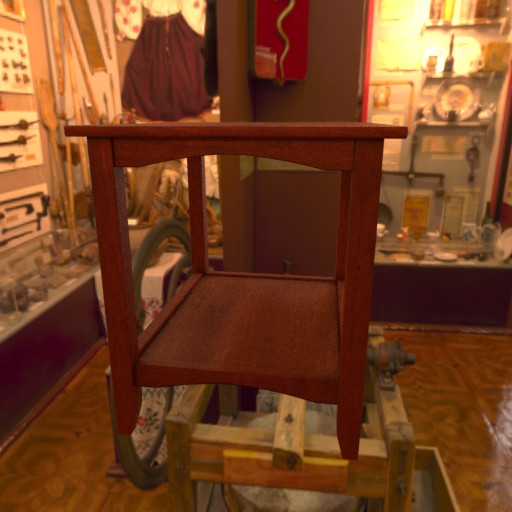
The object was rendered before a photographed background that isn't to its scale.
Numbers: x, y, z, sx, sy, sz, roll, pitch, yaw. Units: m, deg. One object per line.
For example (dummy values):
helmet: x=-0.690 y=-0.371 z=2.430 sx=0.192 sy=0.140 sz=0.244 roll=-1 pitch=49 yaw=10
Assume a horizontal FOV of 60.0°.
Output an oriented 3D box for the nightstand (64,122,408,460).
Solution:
nightstand: x=0.000 y=0.000 z=0.975 sx=0.501 sy=0.558 sz=0.558 roll=3 pitch=17 yaw=8
